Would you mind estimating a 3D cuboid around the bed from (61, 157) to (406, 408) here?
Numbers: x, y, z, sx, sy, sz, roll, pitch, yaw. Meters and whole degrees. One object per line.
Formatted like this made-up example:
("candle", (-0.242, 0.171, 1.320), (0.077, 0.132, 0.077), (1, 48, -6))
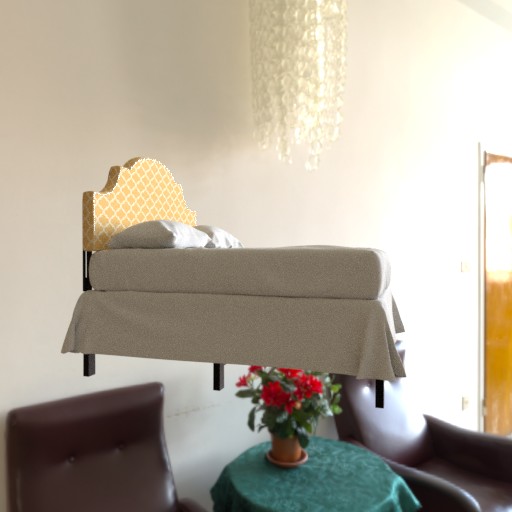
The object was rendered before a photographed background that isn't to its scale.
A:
("bed", (0.000, 0.000, 3.461), (2.222, 1.633, 1.780), (0, 1, 18))
